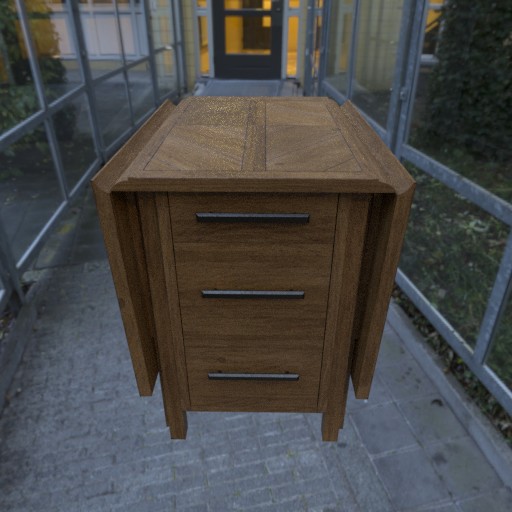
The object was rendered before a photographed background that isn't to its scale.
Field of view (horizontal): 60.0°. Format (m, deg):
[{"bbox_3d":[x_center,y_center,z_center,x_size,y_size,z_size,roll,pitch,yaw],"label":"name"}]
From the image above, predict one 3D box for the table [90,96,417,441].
[{"bbox_3d":[0.000,0.000,1.311,0.591,0.763,0.746,0,30,1],"label":"table"}]
